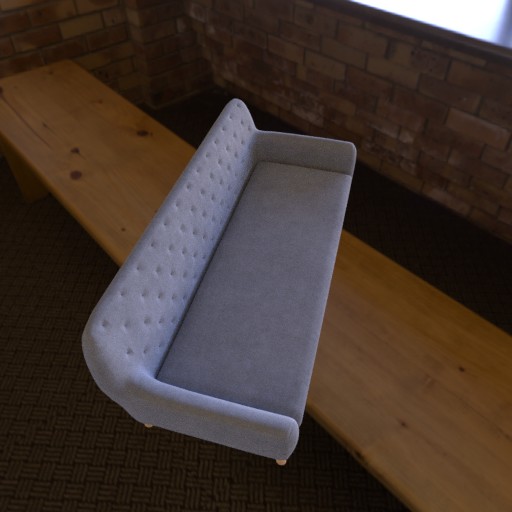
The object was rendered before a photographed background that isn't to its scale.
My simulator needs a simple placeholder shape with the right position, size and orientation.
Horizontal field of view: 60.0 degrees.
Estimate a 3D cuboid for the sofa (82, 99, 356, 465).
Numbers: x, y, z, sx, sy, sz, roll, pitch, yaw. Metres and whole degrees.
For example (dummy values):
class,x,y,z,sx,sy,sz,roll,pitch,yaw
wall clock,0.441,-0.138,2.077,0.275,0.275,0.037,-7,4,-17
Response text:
class,x,y,z,sx,sy,sz,roll,pitch,yaw
sofa,0.000,0.000,2.384,0.830,0.830,1.970,11,48,10
